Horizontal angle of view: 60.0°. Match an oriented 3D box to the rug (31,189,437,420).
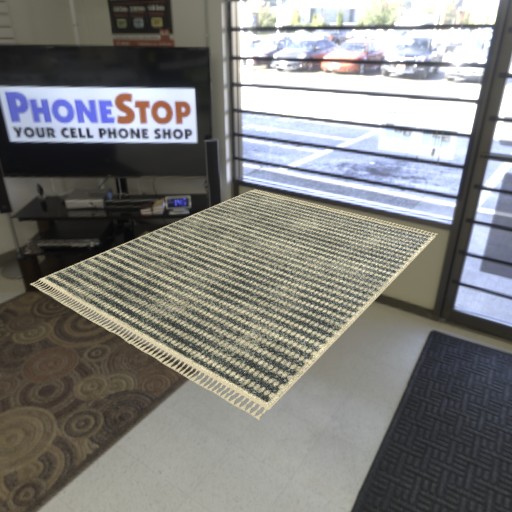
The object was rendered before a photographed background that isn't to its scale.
[{"bbox_3d":[0.000,0.000,3.895,2.256,0.013,2.910,19,33,33],"label":"rug"}]
